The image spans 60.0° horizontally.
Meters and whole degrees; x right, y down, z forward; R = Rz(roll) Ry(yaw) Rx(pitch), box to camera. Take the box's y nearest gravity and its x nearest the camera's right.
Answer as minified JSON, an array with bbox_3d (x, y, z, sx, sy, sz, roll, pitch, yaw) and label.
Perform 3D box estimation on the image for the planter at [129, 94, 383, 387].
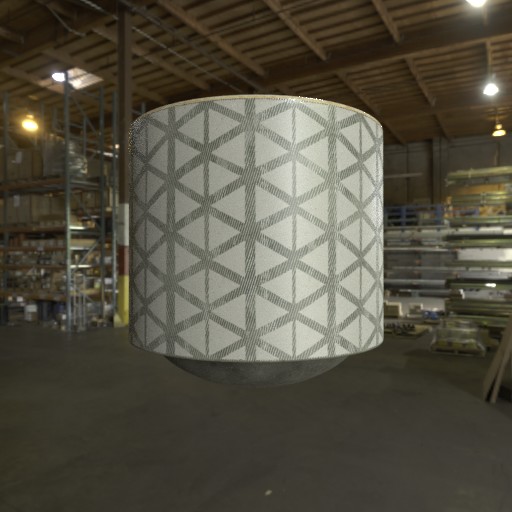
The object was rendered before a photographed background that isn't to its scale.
[{"bbox_3d":[0.000,0.000,0.344,0.190,0.181,0.190,0,0,0],"label":"planter"}]
